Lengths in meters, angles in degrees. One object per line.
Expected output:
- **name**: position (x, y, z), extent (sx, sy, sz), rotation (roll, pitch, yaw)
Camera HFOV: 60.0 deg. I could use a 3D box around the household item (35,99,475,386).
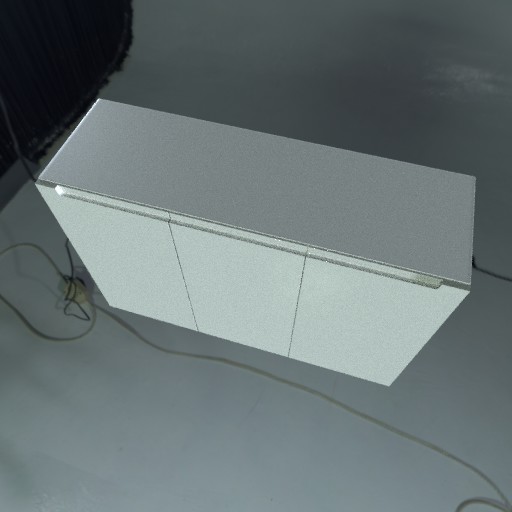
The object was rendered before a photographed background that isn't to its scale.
- **household item**: position (0.000, 0.000, 1.736), extent (1.300, 0.867, 0.420), rotation (14, 58, 9)
